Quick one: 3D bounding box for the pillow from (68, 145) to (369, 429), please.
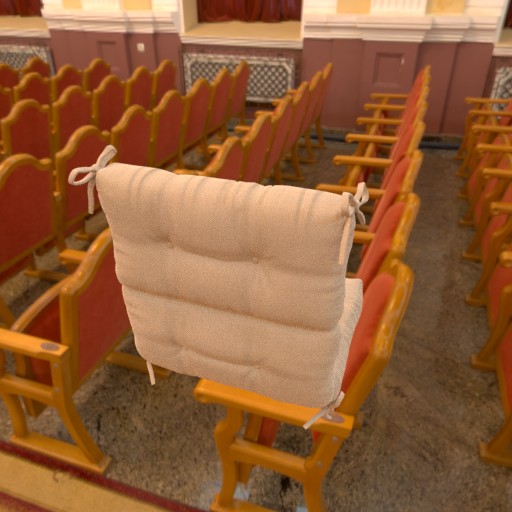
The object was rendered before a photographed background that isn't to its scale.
[{"bbox_3d":[0.000,0.000,1.047,0.519,0.605,0.571,11,33,17],"label":"pillow"}]
